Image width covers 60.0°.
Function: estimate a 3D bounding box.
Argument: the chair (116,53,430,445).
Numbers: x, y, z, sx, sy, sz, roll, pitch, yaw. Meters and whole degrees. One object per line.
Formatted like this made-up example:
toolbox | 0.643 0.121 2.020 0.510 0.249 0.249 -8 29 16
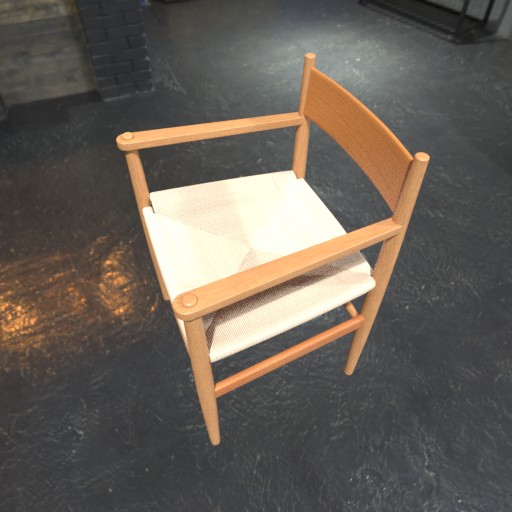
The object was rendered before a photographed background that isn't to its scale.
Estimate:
chair | 0.000 0.000 1.114 0.495 0.762 0.556 -17 50 -15
